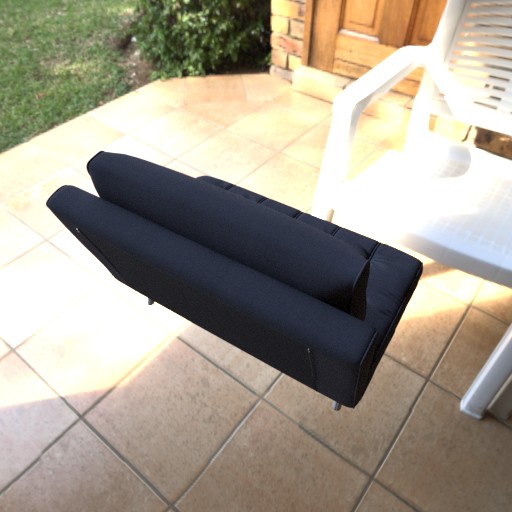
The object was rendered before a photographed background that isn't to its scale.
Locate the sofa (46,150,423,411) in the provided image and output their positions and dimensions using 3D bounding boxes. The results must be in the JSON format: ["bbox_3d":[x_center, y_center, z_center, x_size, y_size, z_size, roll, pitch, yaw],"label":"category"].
[{"bbox_3d":[0.000,0.000,1.843,1.220,0.910,0.910,24,51,22],"label":"sofa"}]
